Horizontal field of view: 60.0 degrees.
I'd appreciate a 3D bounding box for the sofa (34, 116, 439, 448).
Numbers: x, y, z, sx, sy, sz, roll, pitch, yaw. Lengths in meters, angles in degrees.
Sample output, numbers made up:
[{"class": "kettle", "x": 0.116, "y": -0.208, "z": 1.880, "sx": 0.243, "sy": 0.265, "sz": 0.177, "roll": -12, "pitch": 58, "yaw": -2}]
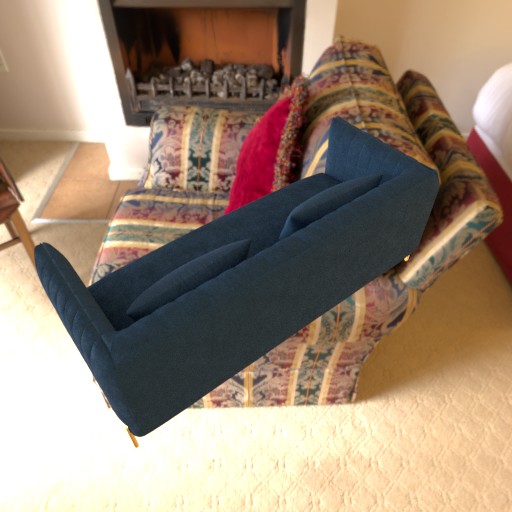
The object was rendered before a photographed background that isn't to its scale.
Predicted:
[{"class": "sofa", "x": 0.000, "y": 0.000, "z": 2.585, "sx": 2.136, "sy": 0.793, "sz": 0.896, "roll": -29, "pitch": 52, "yaw": -25}]
